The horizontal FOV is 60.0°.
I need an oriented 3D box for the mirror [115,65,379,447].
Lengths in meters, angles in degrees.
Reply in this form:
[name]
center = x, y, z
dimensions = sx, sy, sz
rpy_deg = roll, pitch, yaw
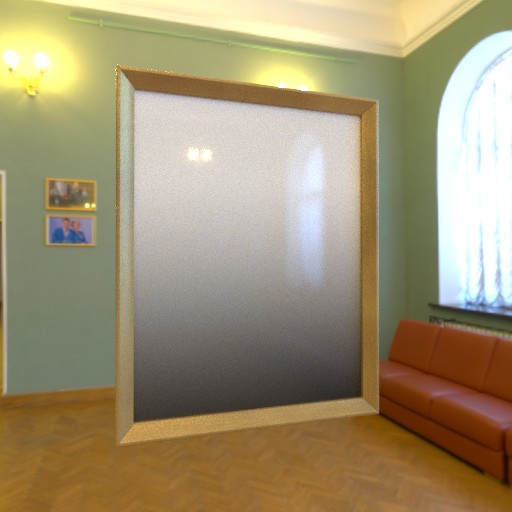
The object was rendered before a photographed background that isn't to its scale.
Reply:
[mirror]
center = 0.000, 0.000, 0.673
dimensions = 0.406, 0.509, 0.041
rpy_deg = 0, -1, -18
